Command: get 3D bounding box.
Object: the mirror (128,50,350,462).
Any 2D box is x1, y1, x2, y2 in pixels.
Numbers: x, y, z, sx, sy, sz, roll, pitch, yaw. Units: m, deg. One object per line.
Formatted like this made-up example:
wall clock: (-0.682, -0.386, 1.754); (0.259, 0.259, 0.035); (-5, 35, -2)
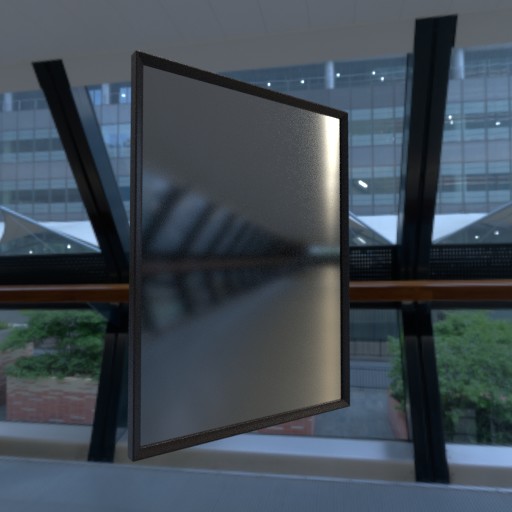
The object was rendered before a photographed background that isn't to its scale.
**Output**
mirror: (0.000, 0.000, 1.328); (0.762, 1.016, 0.041); (1, -2, -35)
